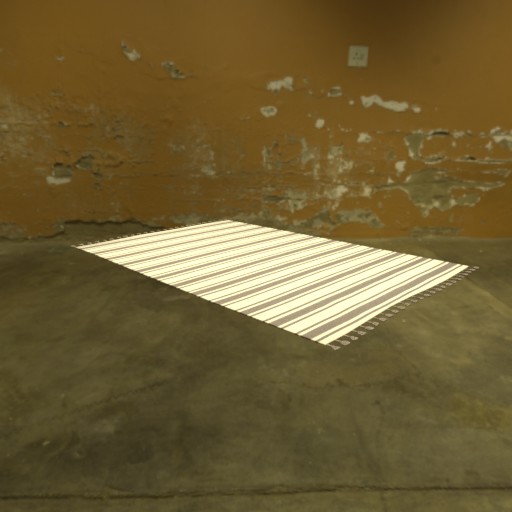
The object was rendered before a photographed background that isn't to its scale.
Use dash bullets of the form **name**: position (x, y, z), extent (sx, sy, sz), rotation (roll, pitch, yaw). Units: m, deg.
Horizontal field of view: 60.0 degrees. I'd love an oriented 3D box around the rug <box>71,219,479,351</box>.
- **rug**: position (0.000, 0.000, 3.060), extent (2.425, 0.014, 1.563), rotation (14, 21, 43)
